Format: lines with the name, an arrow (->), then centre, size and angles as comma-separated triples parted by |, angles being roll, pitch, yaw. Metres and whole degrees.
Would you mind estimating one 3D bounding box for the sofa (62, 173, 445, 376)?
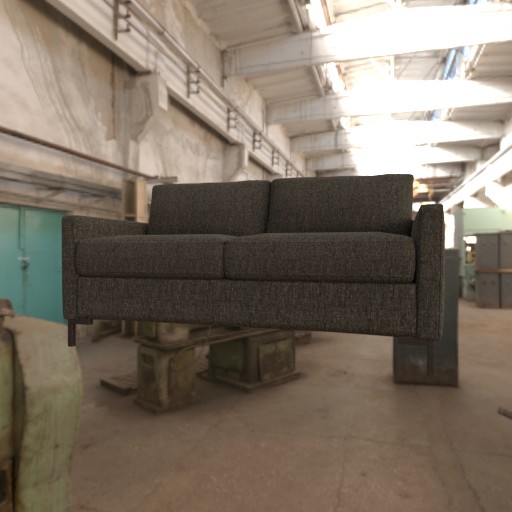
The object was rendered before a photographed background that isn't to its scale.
sofa -> 0.000, 0.000, 2.238 | 1.716, 0.862, 0.866 | 0, 1, 18
